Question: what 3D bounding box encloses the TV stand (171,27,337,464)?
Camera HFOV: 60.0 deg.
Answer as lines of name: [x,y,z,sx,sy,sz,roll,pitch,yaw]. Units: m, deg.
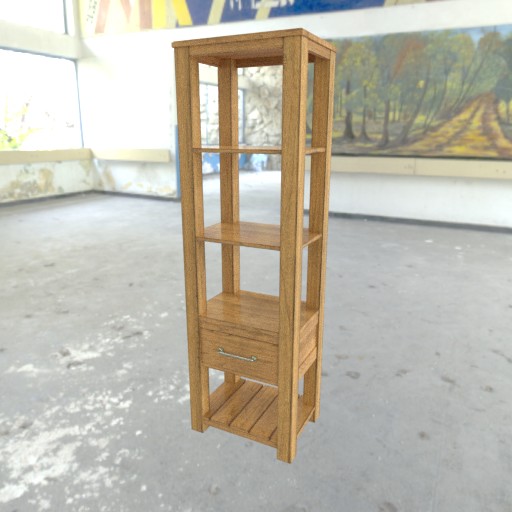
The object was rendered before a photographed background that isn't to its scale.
TV stand: [0.000,0.000,2.085,0.565,1.828,0.435,8,18,26]
